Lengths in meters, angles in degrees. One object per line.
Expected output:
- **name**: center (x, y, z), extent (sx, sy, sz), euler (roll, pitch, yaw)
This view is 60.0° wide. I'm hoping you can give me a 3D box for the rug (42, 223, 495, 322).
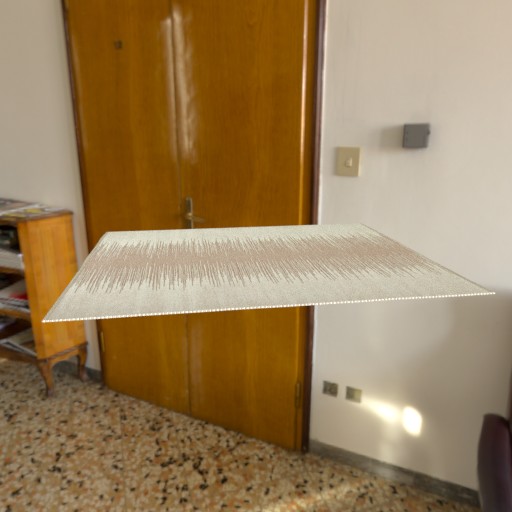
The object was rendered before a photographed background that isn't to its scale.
- **rug**: center (0.000, 0.000, 4.061), extent (3.048, 0.013, 2.438), euler (-3, 16, -9)
